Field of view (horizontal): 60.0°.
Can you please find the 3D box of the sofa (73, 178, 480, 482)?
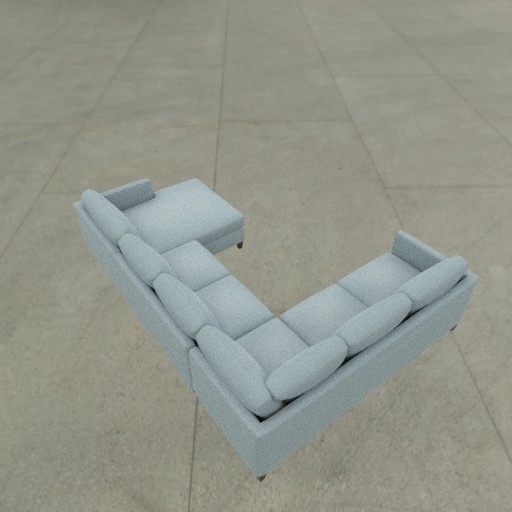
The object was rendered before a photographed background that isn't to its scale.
[{"bbox_3d":[0.000,0.000,4.572,2.551,0.889,3.403,-26,47,-27],"label":"sofa"}]
